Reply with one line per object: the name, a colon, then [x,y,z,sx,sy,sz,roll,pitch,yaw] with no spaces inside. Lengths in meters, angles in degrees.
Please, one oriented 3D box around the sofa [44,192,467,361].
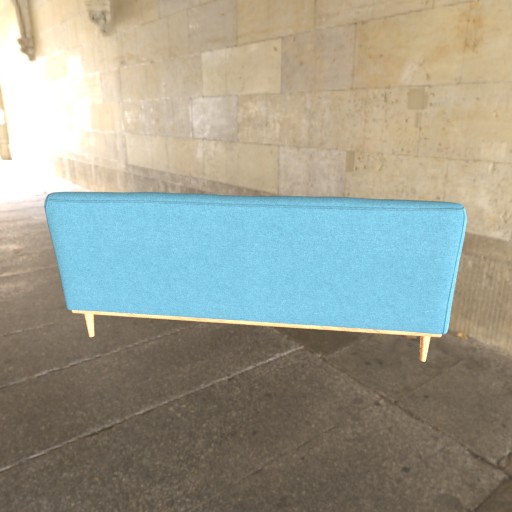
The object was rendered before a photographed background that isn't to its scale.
sofa: [0.000,0.000,2.614,2.057,0.871,0.978,3,18,8]
